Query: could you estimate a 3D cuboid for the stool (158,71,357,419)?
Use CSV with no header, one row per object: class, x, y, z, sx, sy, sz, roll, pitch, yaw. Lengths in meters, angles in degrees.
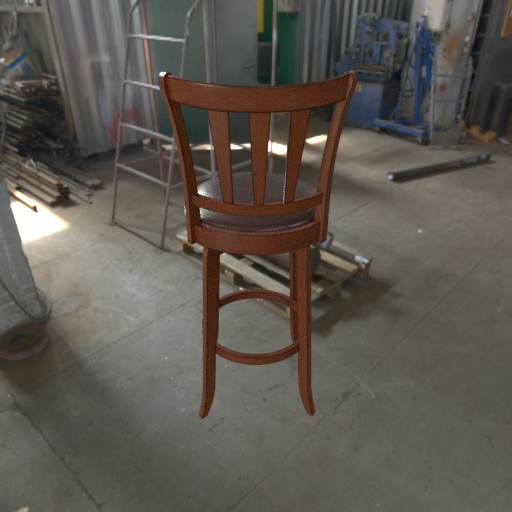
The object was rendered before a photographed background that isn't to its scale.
stool,0.000,0.000,1.462,0.464,1.177,0.503,-1,30,-2
